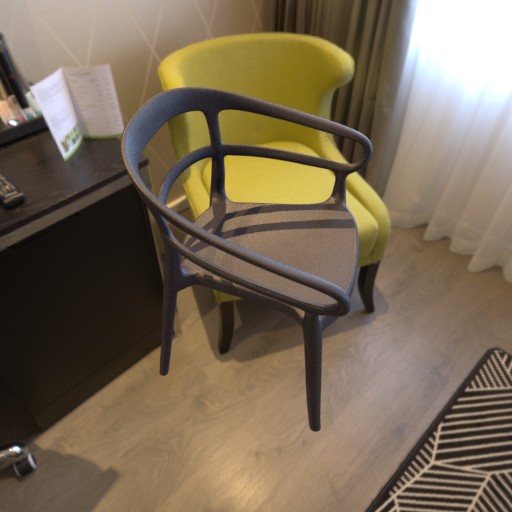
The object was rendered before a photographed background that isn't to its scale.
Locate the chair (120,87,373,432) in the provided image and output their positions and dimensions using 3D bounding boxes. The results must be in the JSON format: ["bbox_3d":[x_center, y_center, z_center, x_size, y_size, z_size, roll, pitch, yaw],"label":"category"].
[{"bbox_3d":[0.000,0.000,1.174,0.527,0.761,0.559,11,47,10],"label":"chair"}]
